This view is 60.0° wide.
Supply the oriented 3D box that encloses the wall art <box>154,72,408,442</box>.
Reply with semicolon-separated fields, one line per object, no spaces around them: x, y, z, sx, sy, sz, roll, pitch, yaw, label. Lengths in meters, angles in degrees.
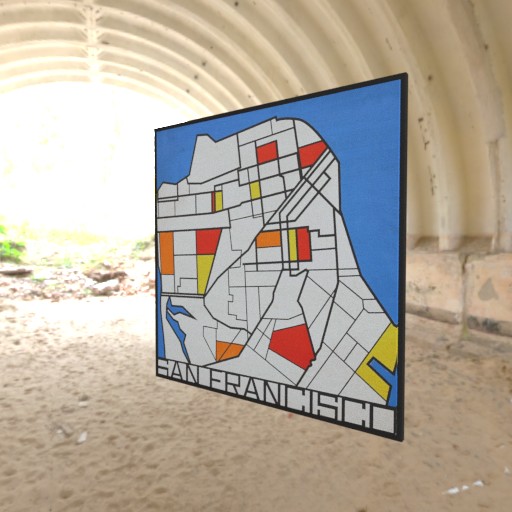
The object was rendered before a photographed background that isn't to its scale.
0.000;0.000;0.993;0.664;0.663;0.015;1;2;36;wall art
